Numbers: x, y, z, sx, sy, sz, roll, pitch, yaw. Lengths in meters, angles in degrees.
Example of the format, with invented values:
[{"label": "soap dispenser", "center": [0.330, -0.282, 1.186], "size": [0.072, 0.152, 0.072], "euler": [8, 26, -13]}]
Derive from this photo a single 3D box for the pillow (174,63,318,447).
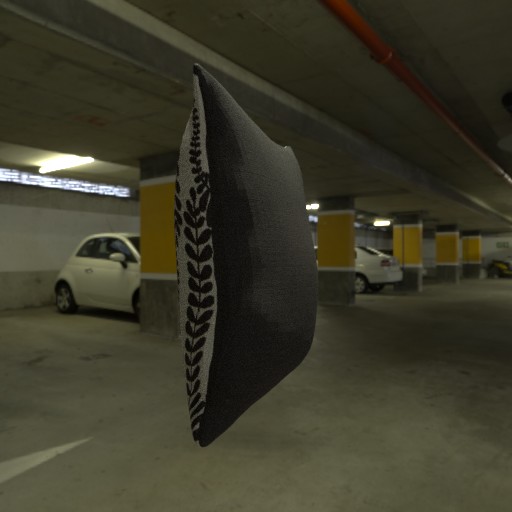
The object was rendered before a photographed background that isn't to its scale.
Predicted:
[{"label": "pillow", "center": [0.000, 0.000, 0.696], "size": [0.182, 0.441, 0.440], "euler": [0, 0, 18]}]
